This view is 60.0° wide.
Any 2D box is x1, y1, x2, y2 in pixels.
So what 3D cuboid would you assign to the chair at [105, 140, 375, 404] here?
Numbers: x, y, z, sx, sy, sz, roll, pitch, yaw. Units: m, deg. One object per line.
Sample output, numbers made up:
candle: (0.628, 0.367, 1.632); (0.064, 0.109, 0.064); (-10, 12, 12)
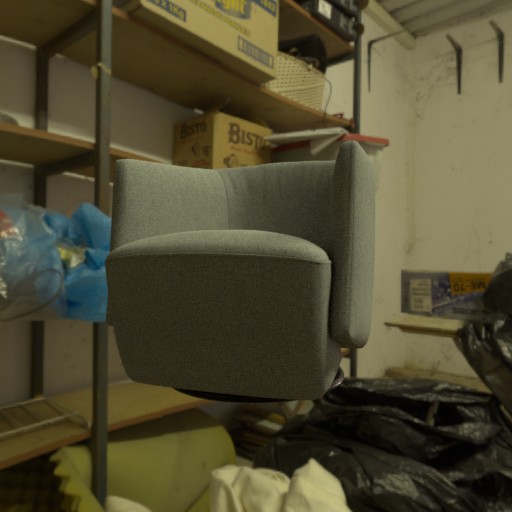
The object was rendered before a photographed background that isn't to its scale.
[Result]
chair: (0.000, 0.000, 1.618); (0.822, 0.861, 0.986); (0, 0, 19)
